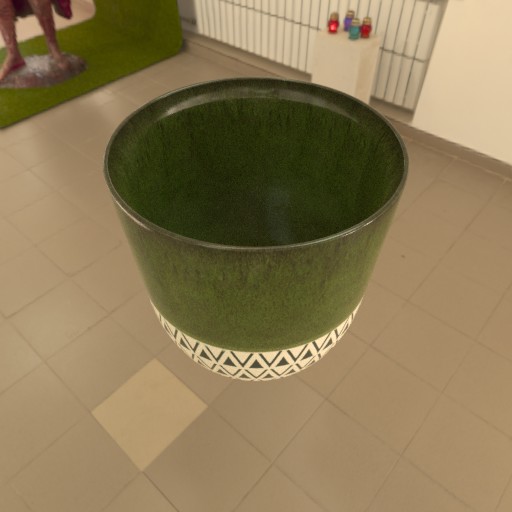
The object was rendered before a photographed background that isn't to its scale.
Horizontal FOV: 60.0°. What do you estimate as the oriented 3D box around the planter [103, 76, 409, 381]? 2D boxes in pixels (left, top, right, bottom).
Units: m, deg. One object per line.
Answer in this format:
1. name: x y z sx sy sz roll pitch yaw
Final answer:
1. planter: 0.000 0.000 0.461 0.245 0.270 0.245 0 47 0
